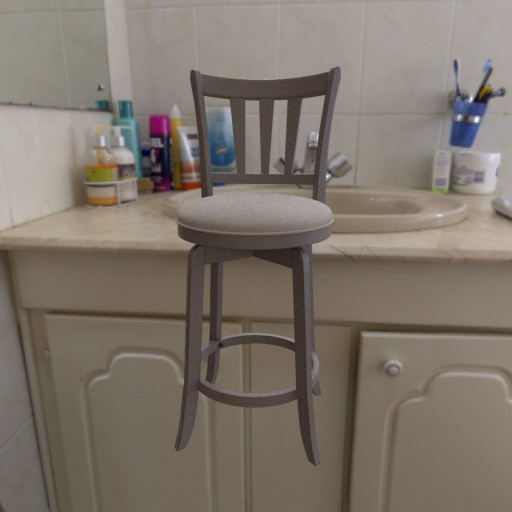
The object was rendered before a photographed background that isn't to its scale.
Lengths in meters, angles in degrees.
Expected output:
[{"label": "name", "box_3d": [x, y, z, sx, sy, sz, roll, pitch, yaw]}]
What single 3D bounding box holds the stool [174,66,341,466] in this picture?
[{"label": "stool", "box_3d": [0.000, 0.000, 1.253, 0.436, 1.023, 0.475, 2, 16, 8]}]
